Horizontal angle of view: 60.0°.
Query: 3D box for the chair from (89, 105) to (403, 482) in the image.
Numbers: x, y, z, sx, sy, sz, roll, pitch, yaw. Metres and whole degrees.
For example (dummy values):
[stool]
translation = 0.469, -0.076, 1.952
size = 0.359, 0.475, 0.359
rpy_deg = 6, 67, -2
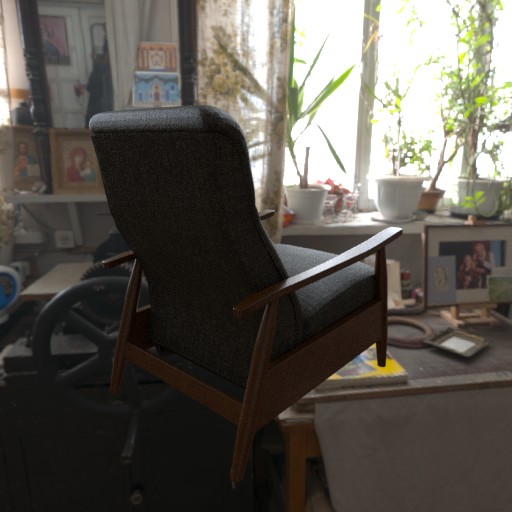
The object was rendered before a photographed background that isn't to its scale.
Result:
[chair]
translation = 0.000, 0.000, 1.770
size = 0.762, 1.082, 1.014
rpy_deg = 13, 20, 41
